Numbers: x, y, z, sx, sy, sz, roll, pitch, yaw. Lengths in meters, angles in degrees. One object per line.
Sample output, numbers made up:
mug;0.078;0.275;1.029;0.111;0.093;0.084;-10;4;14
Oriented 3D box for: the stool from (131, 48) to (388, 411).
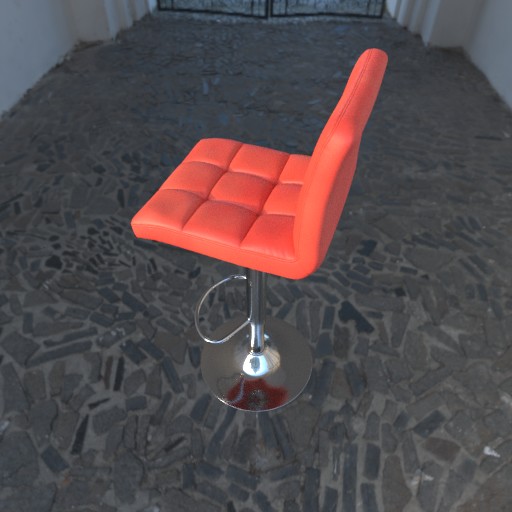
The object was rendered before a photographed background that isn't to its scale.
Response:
stool;0.000;0.000;1.304;0.505;1.115;0.430;14;47;14
